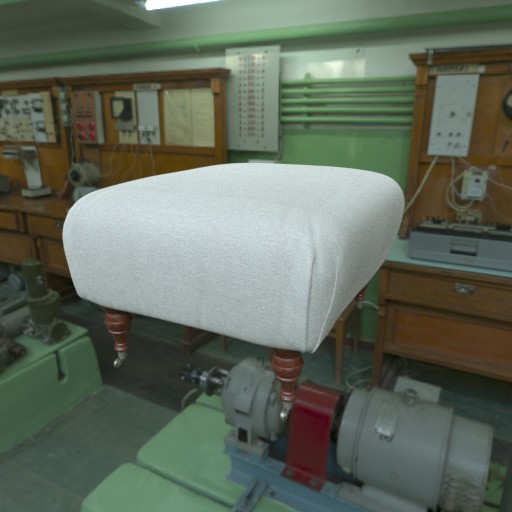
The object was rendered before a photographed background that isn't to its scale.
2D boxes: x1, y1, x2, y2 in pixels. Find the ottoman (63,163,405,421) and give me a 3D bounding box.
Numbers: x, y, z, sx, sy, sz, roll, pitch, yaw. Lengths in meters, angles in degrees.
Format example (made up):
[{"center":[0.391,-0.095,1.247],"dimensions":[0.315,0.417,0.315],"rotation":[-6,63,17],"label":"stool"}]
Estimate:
[{"center":[0.000,0.000,1.167],"dimensions":[0.639,0.450,0.746],"rotation":[9,19,26],"label":"ottoman"}]
